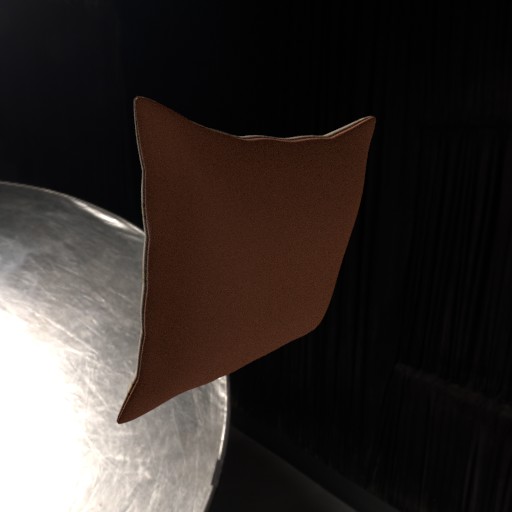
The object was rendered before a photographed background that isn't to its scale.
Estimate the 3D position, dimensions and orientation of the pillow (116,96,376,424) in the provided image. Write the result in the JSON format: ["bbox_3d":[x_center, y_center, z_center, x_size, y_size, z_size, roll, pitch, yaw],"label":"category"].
[{"bbox_3d":[0.000,0.000,0.687,0.453,0.430,0.200,-14,20,-43],"label":"pillow"}]
